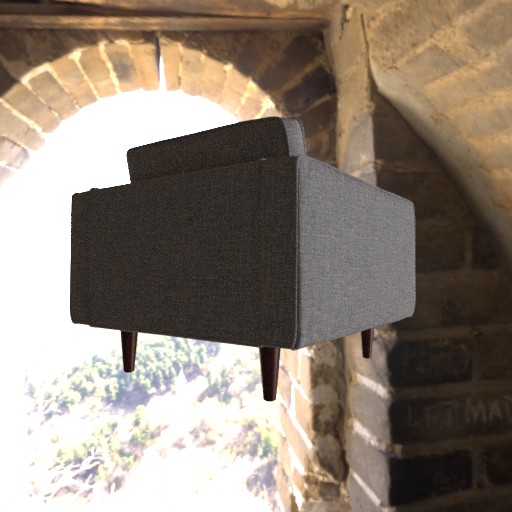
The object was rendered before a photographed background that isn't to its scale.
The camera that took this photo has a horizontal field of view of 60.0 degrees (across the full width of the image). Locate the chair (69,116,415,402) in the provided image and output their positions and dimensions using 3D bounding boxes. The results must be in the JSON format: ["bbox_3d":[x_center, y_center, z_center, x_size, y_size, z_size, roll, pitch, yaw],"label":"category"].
[{"bbox_3d":[0.000,0.000,1.571,0.889,0.765,0.914,-1,-2,35],"label":"chair"}]
